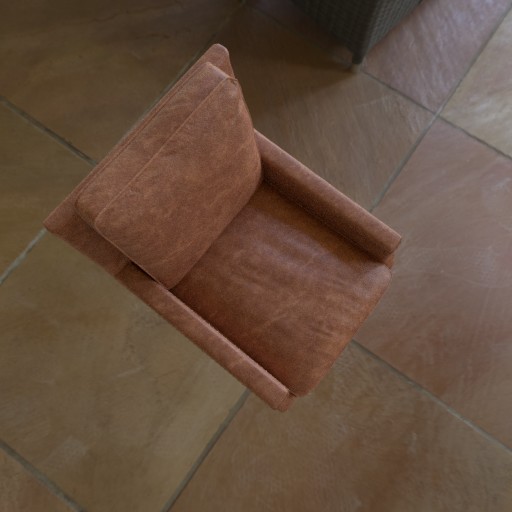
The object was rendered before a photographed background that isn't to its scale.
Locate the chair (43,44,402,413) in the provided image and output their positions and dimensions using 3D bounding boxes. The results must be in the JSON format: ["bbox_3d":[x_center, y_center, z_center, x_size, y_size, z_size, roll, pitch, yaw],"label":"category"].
[{"bbox_3d":[0.000,0.000,1.803,1.035,1.054,0.854,37,79,9],"label":"chair"}]
